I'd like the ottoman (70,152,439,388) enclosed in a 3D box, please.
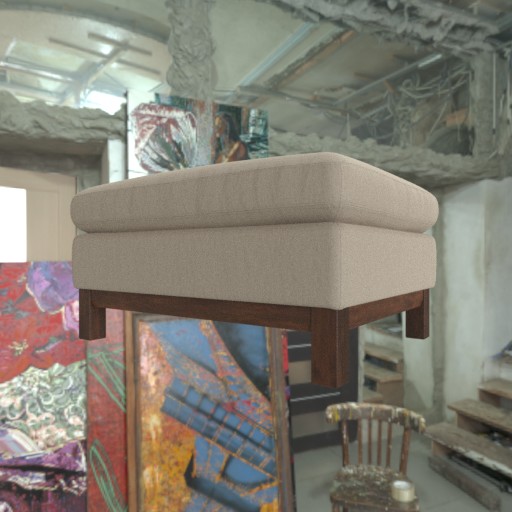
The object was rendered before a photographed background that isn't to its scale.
[{"bbox_3d":[0.000,0.000,1.134,0.771,0.420,0.606,0,0,36],"label":"ottoman"}]
